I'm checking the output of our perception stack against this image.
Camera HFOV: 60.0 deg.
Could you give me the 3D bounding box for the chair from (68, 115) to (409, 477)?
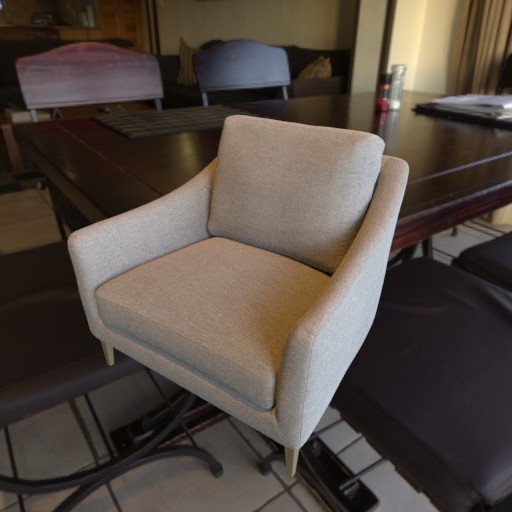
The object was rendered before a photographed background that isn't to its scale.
[{"bbox_3d":[0.000,0.000,1.686,0.986,0.902,0.961,18,33,31],"label":"chair"}]
